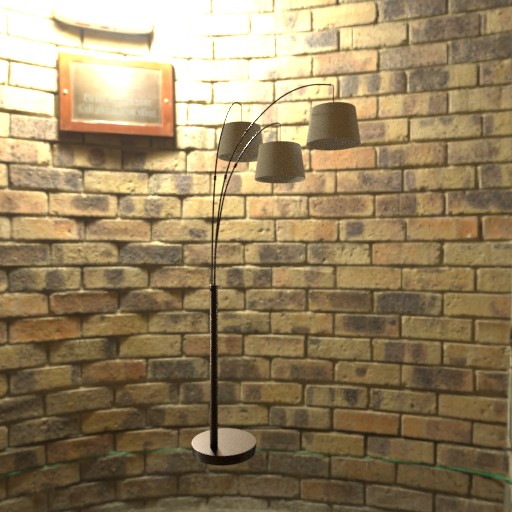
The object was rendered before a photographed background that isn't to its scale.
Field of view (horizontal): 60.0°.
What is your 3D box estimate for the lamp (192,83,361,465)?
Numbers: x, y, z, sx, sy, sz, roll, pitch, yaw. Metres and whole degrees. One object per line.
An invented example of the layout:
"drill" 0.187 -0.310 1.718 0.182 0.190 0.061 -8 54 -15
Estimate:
"lamp" 0.000 0.000 2.472 0.951 1.950 0.924 0 1 35
